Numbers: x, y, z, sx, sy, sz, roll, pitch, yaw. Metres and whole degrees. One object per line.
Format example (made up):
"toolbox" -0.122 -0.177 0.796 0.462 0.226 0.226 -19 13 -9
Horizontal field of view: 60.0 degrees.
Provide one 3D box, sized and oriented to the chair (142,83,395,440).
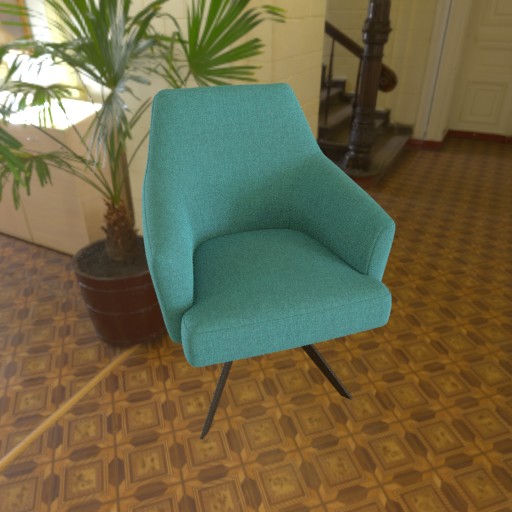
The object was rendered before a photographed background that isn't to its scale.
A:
"chair" 0.000 0.000 1.329 0.642 0.874 0.677 -9 31 -15
